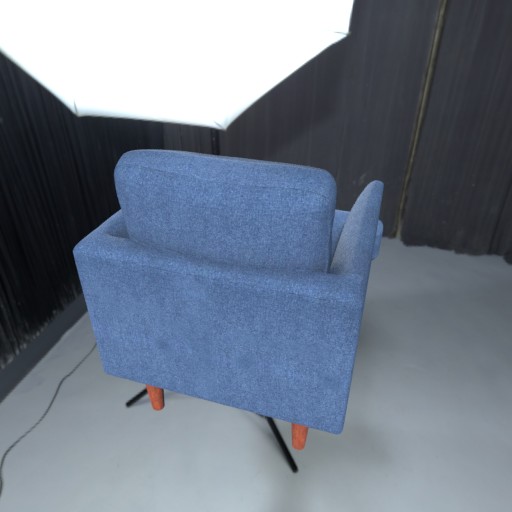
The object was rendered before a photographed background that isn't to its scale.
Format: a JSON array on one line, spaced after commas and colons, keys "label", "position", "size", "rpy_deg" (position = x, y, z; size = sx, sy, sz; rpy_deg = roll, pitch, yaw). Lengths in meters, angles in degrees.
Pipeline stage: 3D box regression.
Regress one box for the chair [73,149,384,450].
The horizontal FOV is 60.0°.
[{"label": "chair", "position": [0.000, 0.000, 1.617], "size": [0.858, 0.957, 0.899], "rpy_deg": [10, 34, 15]}]
